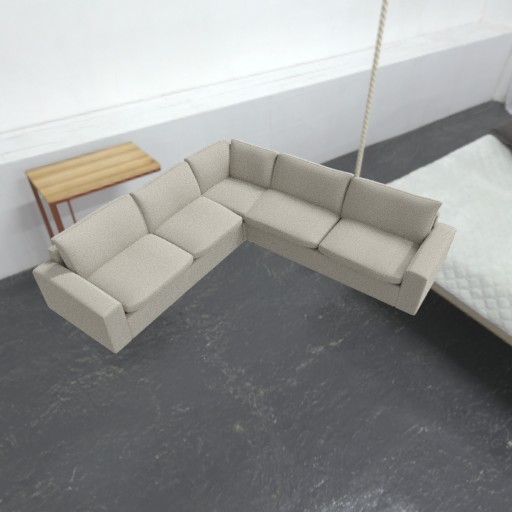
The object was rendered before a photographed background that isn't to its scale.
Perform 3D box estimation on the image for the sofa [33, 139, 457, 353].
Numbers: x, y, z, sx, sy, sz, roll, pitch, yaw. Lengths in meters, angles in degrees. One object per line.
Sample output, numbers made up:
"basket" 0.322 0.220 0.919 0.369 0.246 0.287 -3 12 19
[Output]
"sofa" 0.000 0.000 4.639 3.206 0.918 3.066 25 47 25
